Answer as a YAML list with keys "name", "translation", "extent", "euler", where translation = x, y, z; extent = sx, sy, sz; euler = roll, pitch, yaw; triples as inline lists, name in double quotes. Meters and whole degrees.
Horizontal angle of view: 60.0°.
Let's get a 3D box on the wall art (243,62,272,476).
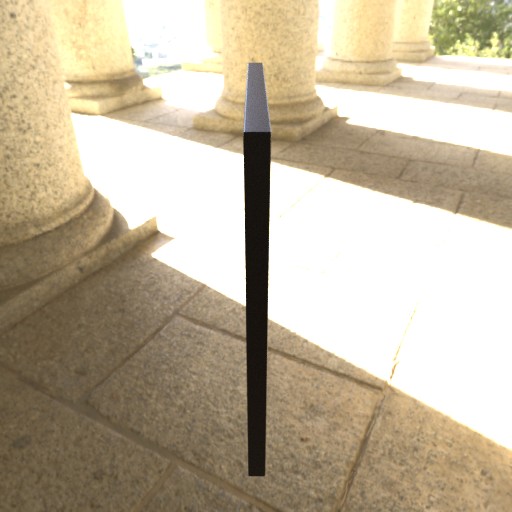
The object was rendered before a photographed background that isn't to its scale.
- name: "wall art"
  translation: [0.000, 0.000, 0.759]
  extent: [0.028, 0.551, 0.451]
  euler: [0, 31, 0]
